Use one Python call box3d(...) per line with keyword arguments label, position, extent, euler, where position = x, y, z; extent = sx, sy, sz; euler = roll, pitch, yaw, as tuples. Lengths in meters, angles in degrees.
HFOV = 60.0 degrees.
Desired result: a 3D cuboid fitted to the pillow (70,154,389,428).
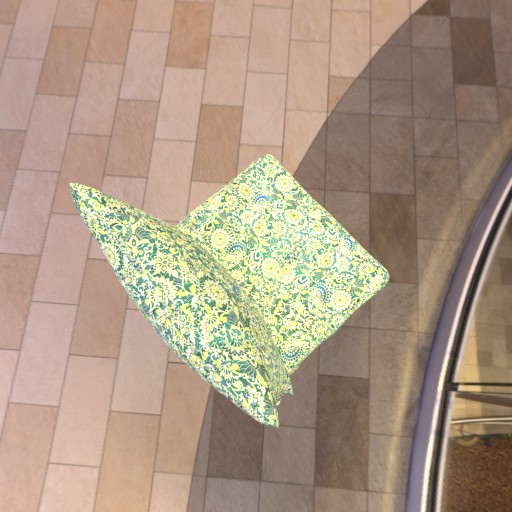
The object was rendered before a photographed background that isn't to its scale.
box3d(label="pillow", position=(0.000, 0.000, 1.406), extent=(0.740, 0.722, 0.798), euler=(-41, 78, -11))
